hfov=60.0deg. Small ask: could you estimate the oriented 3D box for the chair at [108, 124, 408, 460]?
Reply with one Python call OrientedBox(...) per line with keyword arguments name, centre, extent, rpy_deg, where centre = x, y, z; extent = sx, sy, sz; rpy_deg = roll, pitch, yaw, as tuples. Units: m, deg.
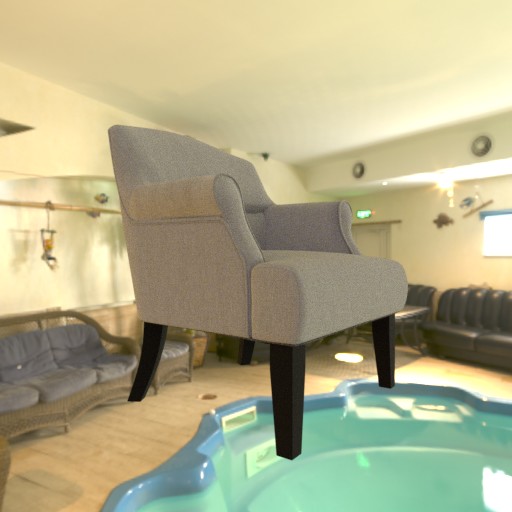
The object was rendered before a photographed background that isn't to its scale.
OrientedBox(name="chair", centre=(0.000, 0.000, 1.423), extent=(0.755, 0.880, 0.772), rpy_deg=(0, 1, 36))
